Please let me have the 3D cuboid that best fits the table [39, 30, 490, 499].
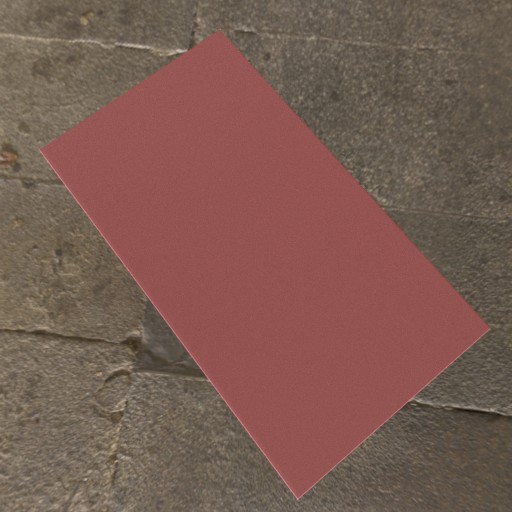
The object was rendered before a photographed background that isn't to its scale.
[{"bbox_3d":[0.000,0.000,1.353,0.612,0.493,1.068,-38,79,-8],"label":"table"}]
